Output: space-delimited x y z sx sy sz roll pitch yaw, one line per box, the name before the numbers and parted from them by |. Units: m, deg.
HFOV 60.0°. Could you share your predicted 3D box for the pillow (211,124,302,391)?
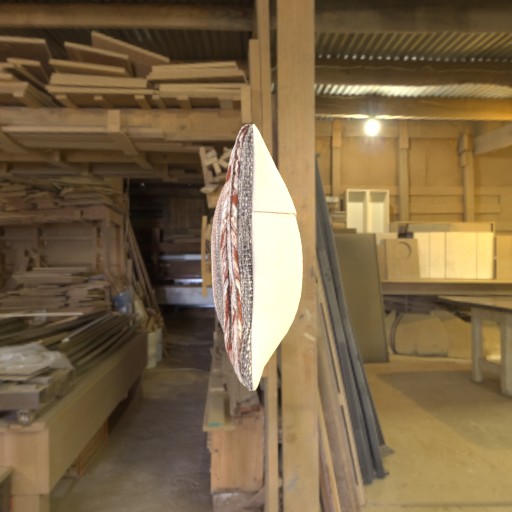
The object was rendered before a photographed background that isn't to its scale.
pillow | 0.000 0.000 0.763 0.139 0.282 0.635 0 0 0
